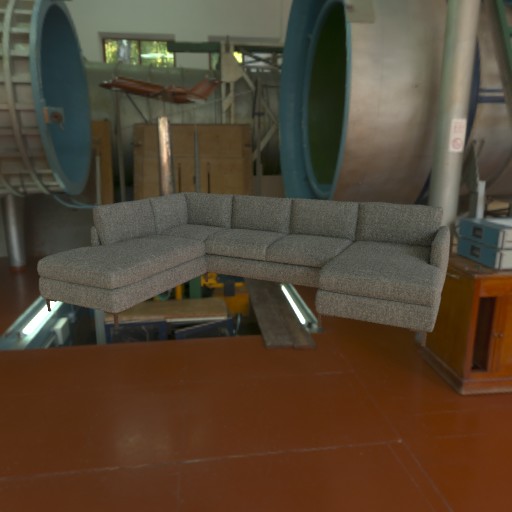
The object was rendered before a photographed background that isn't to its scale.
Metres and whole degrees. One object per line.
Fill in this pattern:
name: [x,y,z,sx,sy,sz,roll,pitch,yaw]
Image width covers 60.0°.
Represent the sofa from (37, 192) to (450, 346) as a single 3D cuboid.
sofa: [0.000,0.000,3.497,2.737,0.756,1.879,7,16,25]
